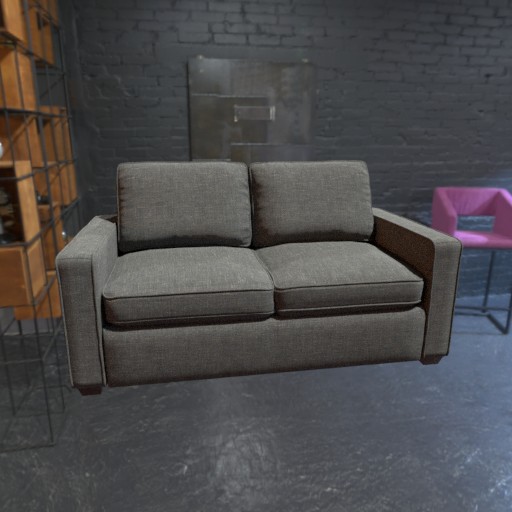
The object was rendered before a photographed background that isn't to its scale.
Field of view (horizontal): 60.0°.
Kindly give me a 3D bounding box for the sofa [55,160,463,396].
[{"bbox_3d":[0.000,0.000,2.260,1.709,0.918,0.947,-3,16,-9],"label":"sofa"}]
